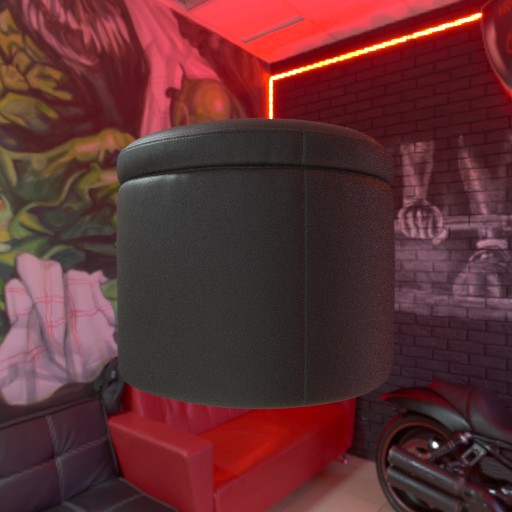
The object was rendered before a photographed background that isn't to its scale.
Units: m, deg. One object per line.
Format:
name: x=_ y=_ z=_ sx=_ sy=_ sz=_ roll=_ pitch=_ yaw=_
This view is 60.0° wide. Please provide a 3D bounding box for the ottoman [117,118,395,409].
ottoman: x=0.000 y=0.000 z=0.833 sx=0.500 sy=0.409 sz=0.500 roll=0 pitch=0 yaw=0
